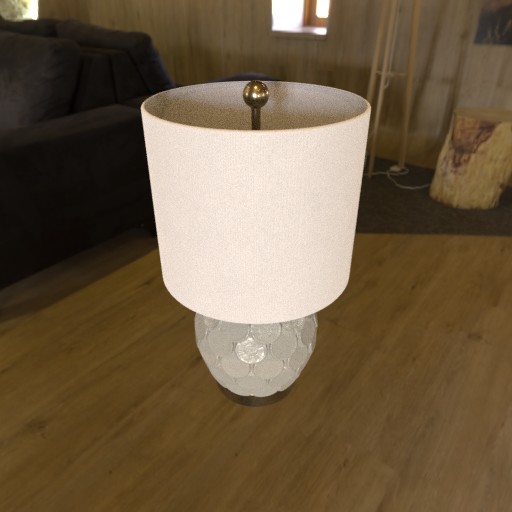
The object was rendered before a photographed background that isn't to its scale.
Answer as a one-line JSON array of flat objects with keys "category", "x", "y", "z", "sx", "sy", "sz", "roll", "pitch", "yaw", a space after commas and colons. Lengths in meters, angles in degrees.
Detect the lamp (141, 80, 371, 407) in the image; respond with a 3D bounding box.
[{"category": "lamp", "x": 0.000, "y": 0.000, "z": 0.606, "sx": 0.254, "sy": 0.452, "sz": 0.254, "roll": 0, "pitch": 31, "yaw": 0}]
